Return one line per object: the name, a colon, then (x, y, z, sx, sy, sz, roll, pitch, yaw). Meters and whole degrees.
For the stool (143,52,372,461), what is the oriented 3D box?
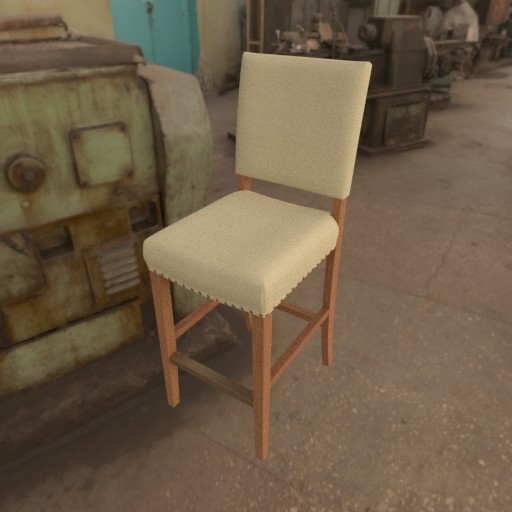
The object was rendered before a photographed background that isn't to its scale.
stool: (0.000, 0.000, 1.473, 0.445, 1.168, 0.584, 19, 36, 29)
